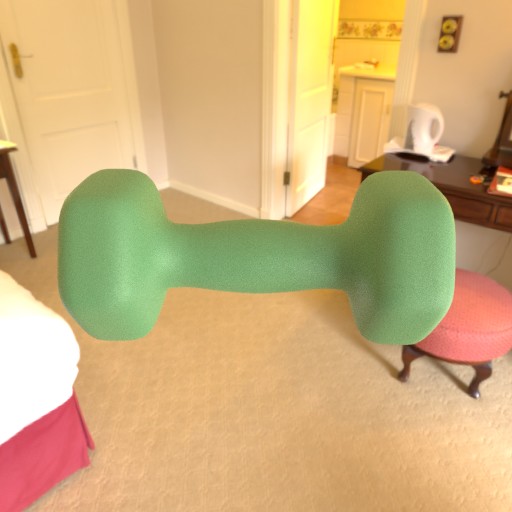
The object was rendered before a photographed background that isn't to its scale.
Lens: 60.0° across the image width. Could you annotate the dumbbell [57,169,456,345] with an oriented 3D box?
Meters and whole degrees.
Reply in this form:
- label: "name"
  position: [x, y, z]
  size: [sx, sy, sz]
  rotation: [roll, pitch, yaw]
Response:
- label: "dumbbell"
  position: [0.000, 0.000, 0.317]
  size: [0.257, 0.114, 0.126]
  rotation: [1, 29, 2]
